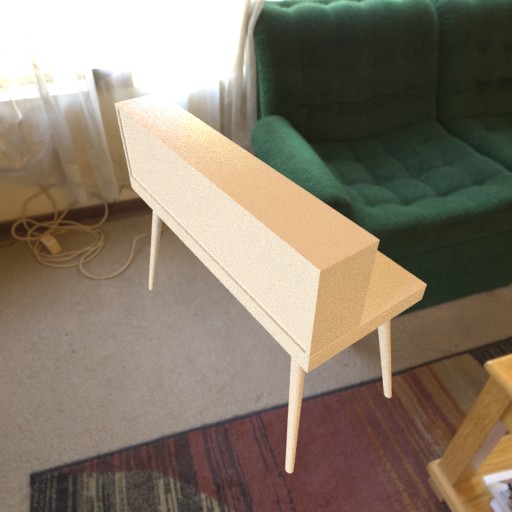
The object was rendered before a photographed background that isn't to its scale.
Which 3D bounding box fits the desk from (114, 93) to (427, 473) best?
[{"bbox_3d":[0.000,0.000,1.789,0.559,0.990,1.199,-25,46,-26],"label":"desk"}]
